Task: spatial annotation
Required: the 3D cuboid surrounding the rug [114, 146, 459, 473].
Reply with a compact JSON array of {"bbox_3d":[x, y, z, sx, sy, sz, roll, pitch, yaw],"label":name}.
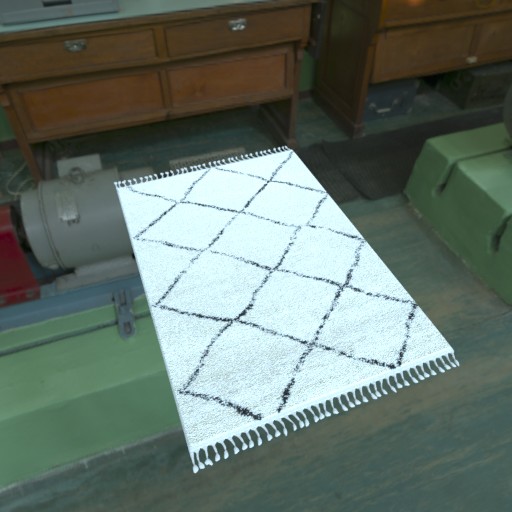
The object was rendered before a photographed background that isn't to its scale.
[{"bbox_3d":[0.000,0.000,2.913,1.494,0.031,2.307,-16,48,-15],"label":"rug"}]
